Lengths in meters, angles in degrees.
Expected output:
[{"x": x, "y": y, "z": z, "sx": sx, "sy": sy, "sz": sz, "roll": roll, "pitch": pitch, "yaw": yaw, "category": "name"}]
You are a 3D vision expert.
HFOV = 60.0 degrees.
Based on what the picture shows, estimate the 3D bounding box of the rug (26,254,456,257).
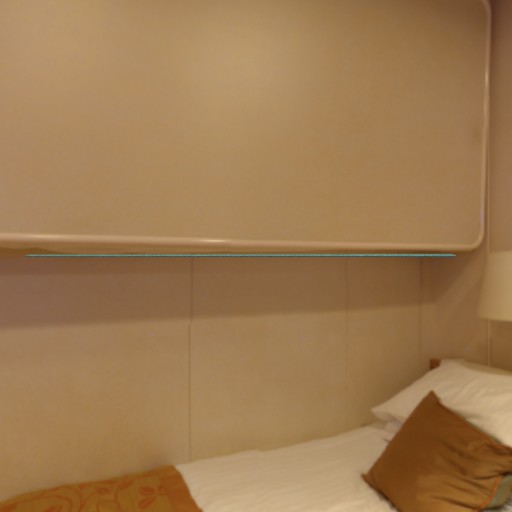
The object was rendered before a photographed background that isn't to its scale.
[{"x": 0.000, "y": 0.000, "z": 2.873, "sx": 2.205, "sy": 0.012, "sz": 1.554, "roll": 0, "pitch": 0, "yaw": 18, "category": "rug"}]
